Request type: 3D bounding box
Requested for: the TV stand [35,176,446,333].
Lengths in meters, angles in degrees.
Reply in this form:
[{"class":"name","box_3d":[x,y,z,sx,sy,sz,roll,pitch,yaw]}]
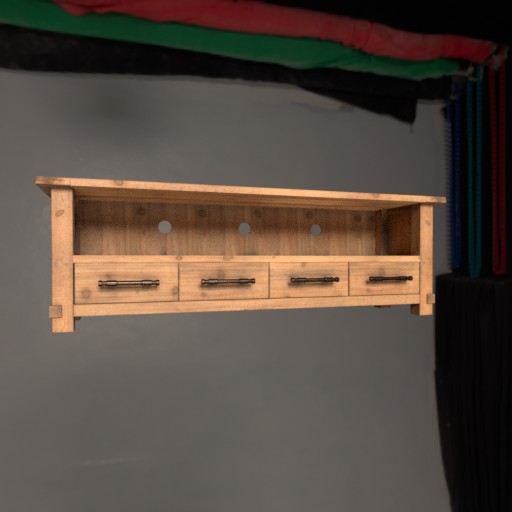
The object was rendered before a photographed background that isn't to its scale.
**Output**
[{"class":"TV stand","box_3d":[0.000,0.000,2.065,1.804,0.573,0.453,0,0,-18]}]
